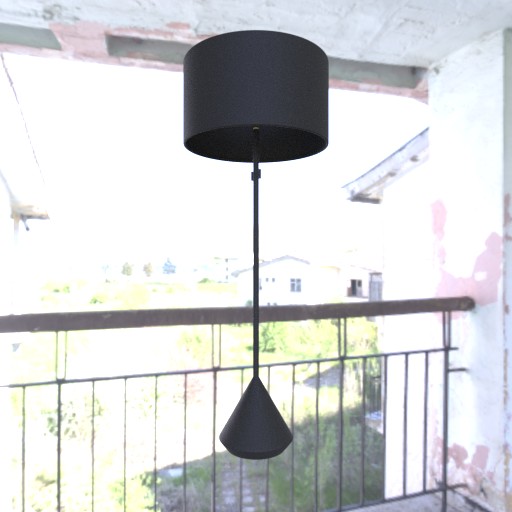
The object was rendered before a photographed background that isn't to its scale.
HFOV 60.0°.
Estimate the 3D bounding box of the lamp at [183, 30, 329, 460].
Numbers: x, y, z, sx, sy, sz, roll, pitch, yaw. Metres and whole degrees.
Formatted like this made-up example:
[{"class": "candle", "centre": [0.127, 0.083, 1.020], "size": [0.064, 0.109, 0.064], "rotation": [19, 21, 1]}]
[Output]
[{"class": "lamp", "centre": [0.000, 0.000, 1.779], "size": [0.580, 1.526, 0.580], "rotation": [0, -1, -17]}]
